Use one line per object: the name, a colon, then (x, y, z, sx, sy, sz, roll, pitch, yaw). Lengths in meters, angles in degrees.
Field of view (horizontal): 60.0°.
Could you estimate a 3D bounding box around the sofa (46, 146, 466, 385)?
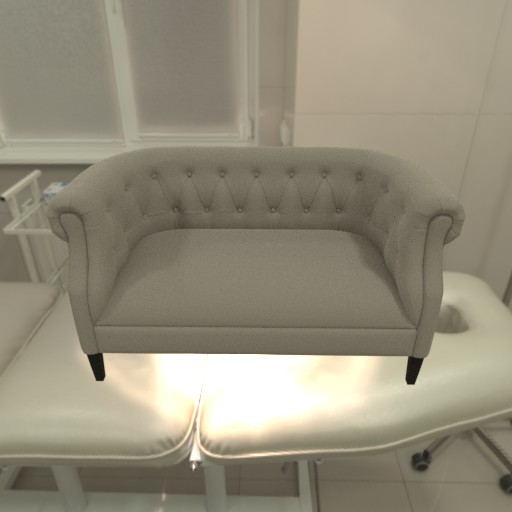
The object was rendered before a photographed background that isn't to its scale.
sofa: (0.000, 0.000, 2.033, 1.558, 0.827, 0.835, 0, 30, 1)
